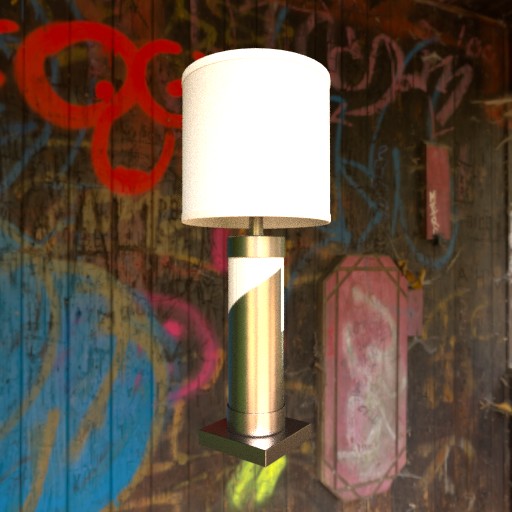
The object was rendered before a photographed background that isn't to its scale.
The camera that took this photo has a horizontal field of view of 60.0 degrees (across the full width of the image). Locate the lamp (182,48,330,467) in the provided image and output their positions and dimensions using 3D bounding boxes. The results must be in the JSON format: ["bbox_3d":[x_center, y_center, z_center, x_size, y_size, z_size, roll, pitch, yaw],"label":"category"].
[{"bbox_3d":[0.000,0.000,0.611,0.202,0.509,0.202,0,-1,36],"label":"lamp"}]
